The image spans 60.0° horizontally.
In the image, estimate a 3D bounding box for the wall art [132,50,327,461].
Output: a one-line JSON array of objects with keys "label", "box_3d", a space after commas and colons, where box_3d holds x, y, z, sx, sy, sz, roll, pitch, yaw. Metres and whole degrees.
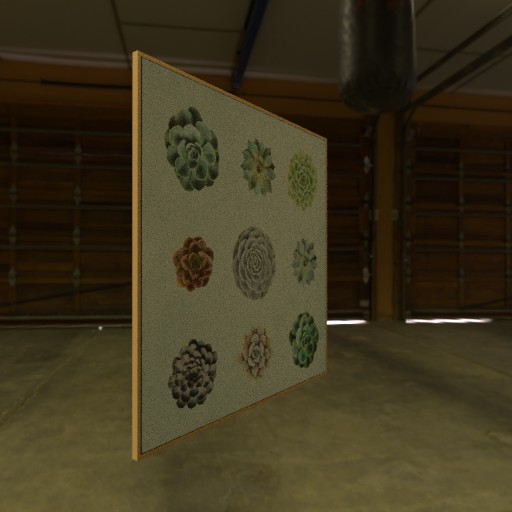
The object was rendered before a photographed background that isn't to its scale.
[{"label": "wall art", "box_3d": [0.000, 0.000, 0.976, 0.014, 0.655, 0.657, 0, 0, 36]}]
